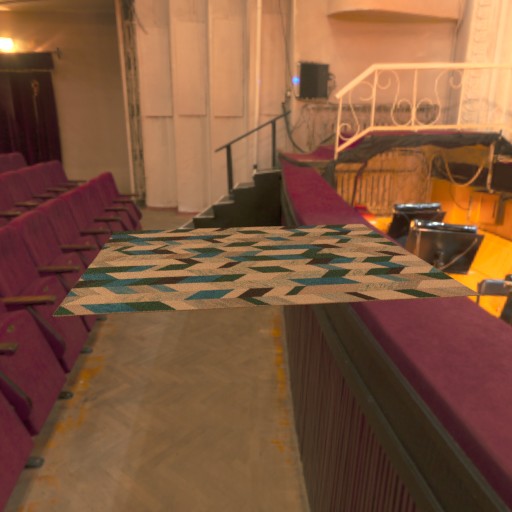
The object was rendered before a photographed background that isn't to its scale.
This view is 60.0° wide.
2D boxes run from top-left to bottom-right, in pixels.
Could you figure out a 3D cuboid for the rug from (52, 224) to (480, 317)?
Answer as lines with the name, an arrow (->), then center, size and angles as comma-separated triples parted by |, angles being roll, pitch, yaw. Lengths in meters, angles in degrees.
rug -> 0.000, 0.000, 4.244 | 3.036, 0.008, 2.440 | -2, 17, -7
